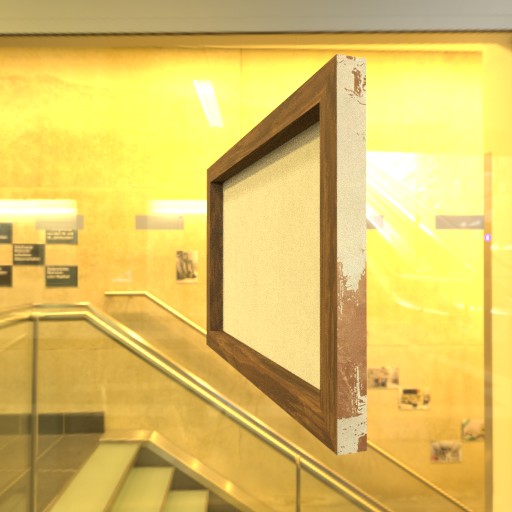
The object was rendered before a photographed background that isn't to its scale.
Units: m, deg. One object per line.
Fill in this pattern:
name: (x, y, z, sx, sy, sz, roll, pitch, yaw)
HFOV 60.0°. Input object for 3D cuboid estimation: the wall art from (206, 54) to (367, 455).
wall art: (0.000, 0.000, 0.740, 0.035, 0.405, 0.609, 0, 0, -19)
